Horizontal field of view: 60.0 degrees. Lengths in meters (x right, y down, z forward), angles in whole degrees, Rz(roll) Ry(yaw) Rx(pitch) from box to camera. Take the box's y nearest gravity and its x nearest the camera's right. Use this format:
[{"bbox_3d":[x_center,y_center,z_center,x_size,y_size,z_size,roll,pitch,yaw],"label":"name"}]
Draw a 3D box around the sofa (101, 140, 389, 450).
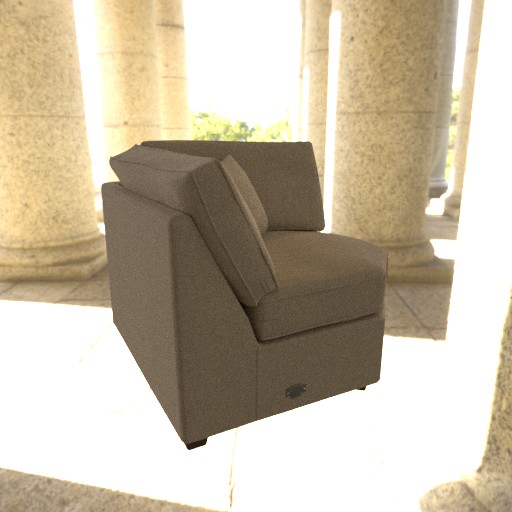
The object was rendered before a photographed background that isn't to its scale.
[{"bbox_3d":[0.000,0.000,1.856,1.042,0.937,1.050,-8,17,-26],"label":"sofa"}]
